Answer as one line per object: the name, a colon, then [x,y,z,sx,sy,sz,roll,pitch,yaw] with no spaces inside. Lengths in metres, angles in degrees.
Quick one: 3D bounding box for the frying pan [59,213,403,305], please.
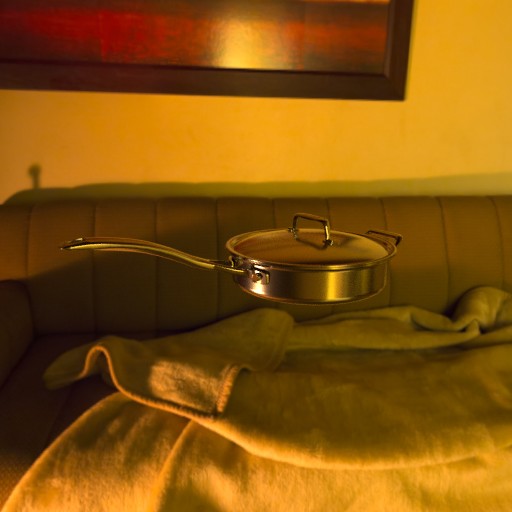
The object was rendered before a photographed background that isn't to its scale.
frying pan: [0.000,0.000,0.694,0.561,0.114,0.280,-8,16,-28]
